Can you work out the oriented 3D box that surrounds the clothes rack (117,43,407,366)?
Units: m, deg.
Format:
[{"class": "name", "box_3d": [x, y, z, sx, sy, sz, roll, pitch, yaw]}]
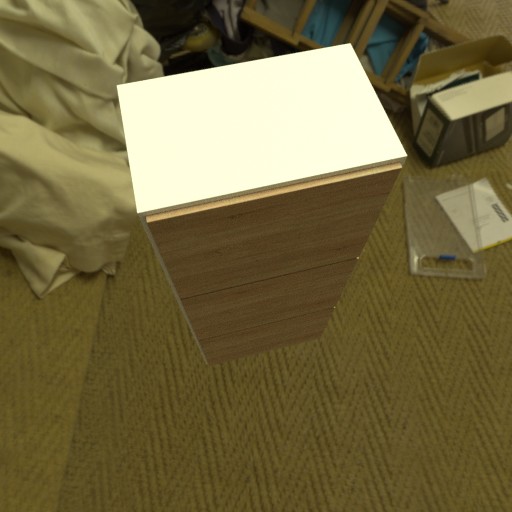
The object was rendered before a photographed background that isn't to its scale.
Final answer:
[{"class": "clothes rack", "box_3d": [0.000, 0.000, 1.387, 0.500, 1.187, 0.331, -13, 65, -6]}]
